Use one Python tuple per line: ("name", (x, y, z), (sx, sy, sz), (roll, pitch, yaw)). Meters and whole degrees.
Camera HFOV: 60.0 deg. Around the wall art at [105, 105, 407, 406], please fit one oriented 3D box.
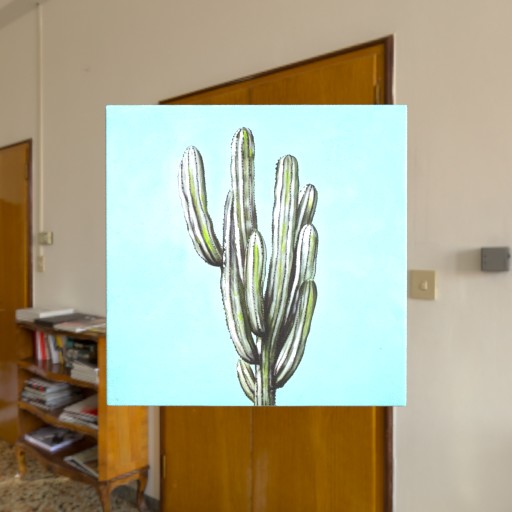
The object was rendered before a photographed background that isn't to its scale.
("wall art", (0.000, 0.000, 1.152), (0.765, 0.766, 0.054), (0, 0, 0))
